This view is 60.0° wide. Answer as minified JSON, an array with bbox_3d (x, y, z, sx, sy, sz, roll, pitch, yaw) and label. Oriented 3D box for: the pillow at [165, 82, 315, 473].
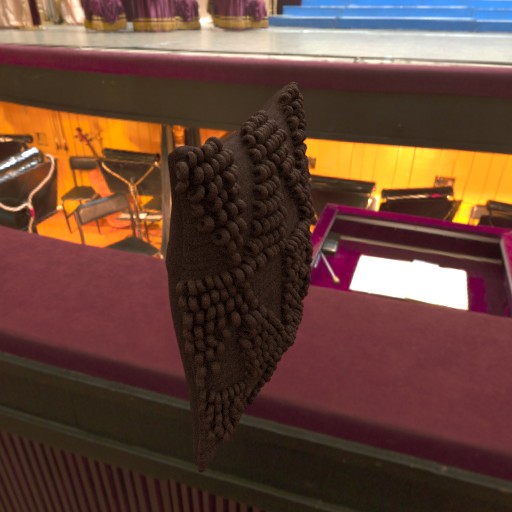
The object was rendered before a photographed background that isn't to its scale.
[{"bbox_3d":[0.000,0.000,0.710,0.172,0.467,0.470,9,31,15],"label":"pillow"}]
